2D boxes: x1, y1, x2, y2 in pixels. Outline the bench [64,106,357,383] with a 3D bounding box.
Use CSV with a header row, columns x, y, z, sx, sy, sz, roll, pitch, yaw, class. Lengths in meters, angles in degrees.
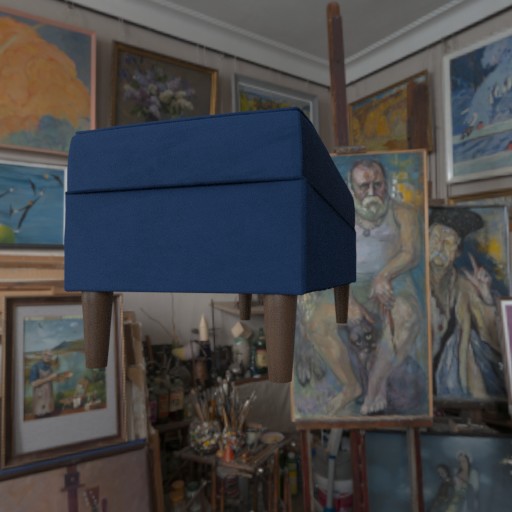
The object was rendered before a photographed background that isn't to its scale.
x,y,z,sx,sy,sz,roll,pitch,yaw,class
0.000,0.000,1.266,0.489,0.467,1.010,-1,-2,17,bench
